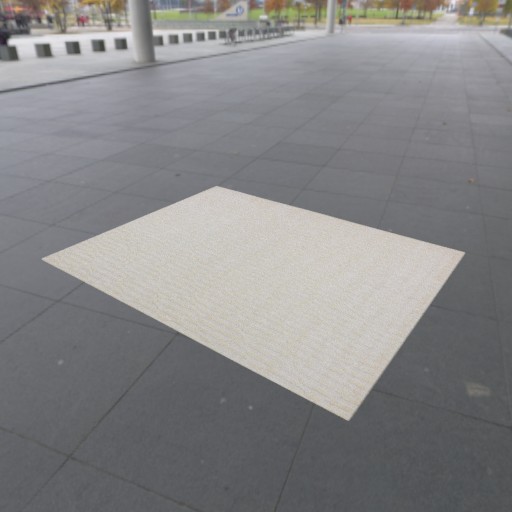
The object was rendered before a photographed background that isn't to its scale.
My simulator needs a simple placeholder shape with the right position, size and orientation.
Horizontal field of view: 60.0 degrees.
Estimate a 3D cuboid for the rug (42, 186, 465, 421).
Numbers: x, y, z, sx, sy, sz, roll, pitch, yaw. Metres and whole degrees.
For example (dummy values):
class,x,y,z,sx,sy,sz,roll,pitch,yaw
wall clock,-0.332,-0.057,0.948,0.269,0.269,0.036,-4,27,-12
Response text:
class,x,y,z,sx,sy,sz,roll,pitch,yaw
rug,0.000,0.000,4.059,3.055,0.021,2.410,20,34,32
